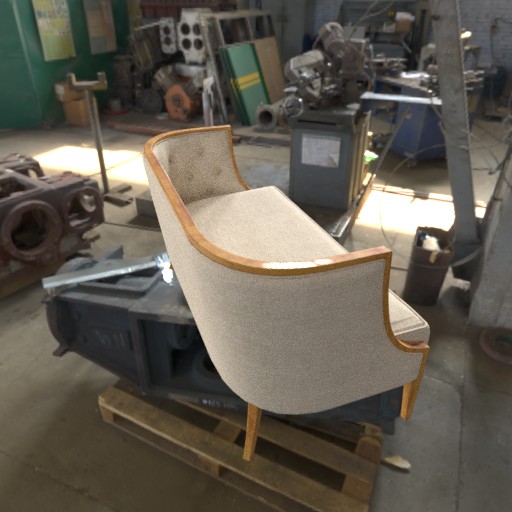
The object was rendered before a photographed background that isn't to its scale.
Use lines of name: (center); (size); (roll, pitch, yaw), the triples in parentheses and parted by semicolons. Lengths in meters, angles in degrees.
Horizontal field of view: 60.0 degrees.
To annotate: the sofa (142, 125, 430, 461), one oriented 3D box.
sofa: (0.000, 0.000, 1.942); (0.770, 0.775, 1.474); (-11, 32, -18)
